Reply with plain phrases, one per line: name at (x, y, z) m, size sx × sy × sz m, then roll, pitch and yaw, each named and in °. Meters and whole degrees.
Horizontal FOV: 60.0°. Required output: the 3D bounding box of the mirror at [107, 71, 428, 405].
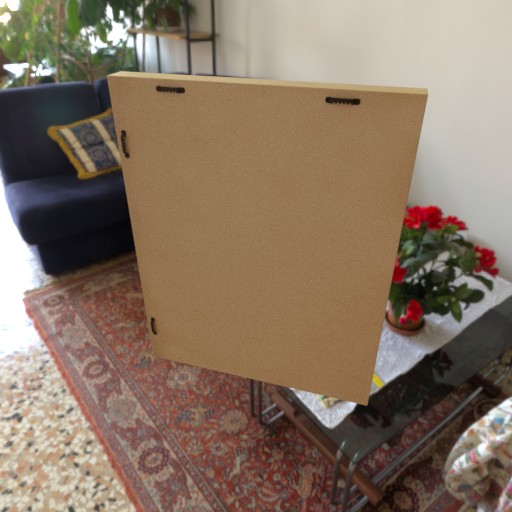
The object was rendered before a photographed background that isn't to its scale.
mirror at (0.000, 0.000, 0.683) m, size 0.405 × 0.508 × 0.041 m, roll 9°, pitch 33°, yaw 14°
